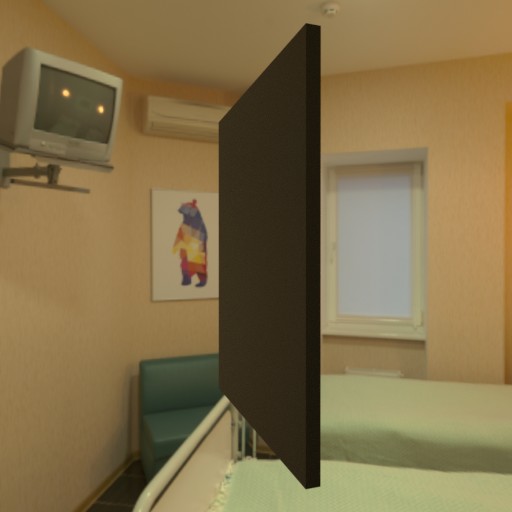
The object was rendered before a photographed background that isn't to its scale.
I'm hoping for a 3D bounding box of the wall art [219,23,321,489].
[{"bbox_3d":[0.000,0.000,1.396,0.038,1.062,0.806,0,0,-19],"label":"wall art"}]
